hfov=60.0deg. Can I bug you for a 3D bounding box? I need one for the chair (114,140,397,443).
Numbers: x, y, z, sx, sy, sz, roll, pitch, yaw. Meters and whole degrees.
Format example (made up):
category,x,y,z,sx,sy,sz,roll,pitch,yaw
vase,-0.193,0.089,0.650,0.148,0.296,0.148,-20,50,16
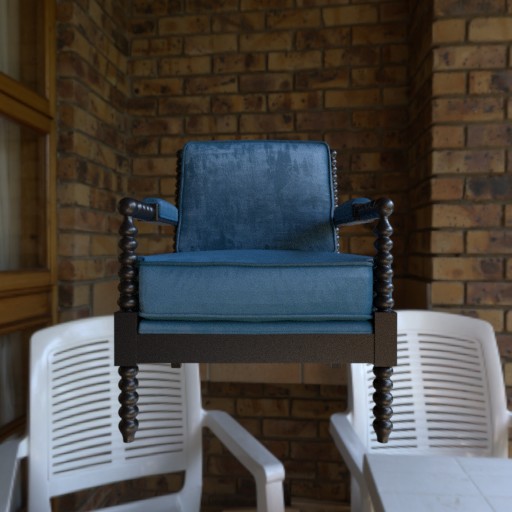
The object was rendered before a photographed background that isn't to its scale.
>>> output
category,x,y,z,sx,sy,sz,roll,pitch,yaw
chair,0.000,0.000,1.385,0.688,0.857,0.805,0,1,0
